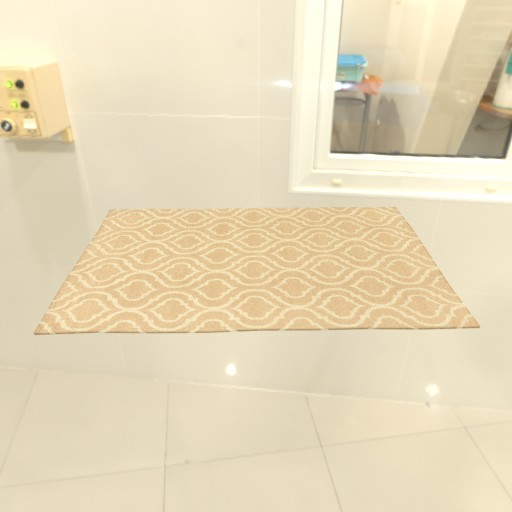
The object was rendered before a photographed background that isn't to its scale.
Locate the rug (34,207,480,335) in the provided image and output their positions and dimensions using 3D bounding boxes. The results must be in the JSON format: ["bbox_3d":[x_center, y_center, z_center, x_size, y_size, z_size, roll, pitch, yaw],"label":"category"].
[{"bbox_3d":[0.000,0.000,2.218,1.761,0.013,1.152,-1,31,-1],"label":"rug"}]
